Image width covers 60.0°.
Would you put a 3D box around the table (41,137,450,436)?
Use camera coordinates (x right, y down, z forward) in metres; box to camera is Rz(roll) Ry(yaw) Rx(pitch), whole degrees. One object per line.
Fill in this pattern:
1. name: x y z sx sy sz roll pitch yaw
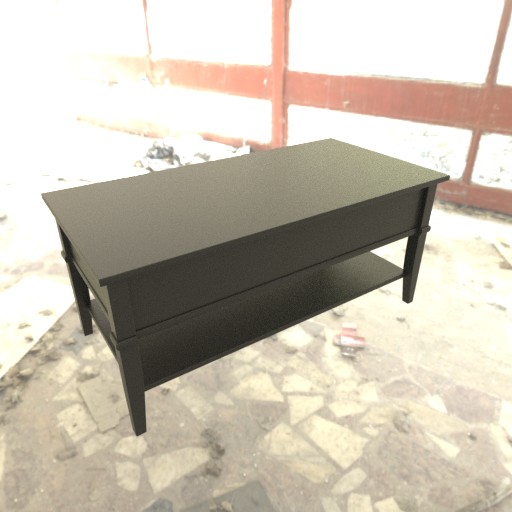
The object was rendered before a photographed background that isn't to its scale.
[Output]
1. table: 0.000 0.000 1.371 1.044 0.470 0.523 -18 34 -29
